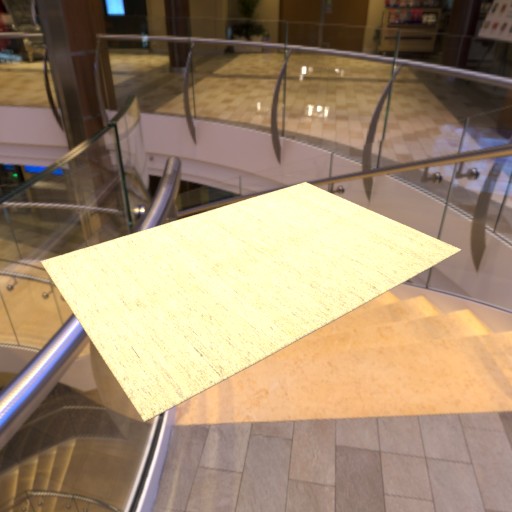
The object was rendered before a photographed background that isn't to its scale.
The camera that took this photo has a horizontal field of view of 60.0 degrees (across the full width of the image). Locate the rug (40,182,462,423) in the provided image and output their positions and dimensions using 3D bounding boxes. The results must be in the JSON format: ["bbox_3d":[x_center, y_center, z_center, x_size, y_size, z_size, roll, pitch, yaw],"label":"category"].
[{"bbox_3d":[0.000,0.000,2.344,1.850,0.015,1.250,-21,37,-31],"label":"rug"}]
